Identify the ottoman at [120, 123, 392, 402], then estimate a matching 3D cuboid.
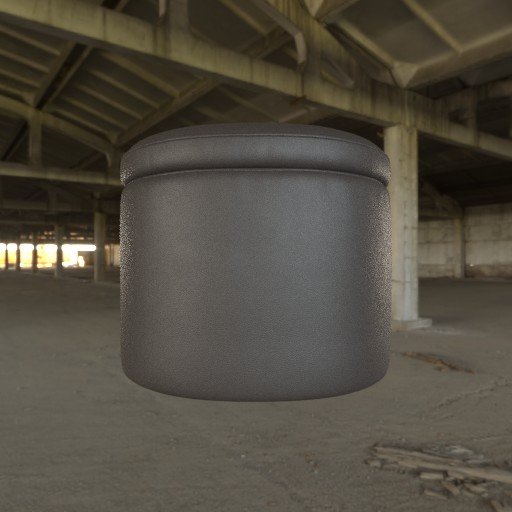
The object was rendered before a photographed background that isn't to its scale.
[{"bbox_3d":[0.000,0.000,0.851,0.500,0.409,0.500,0,0,0],"label":"ottoman"}]
